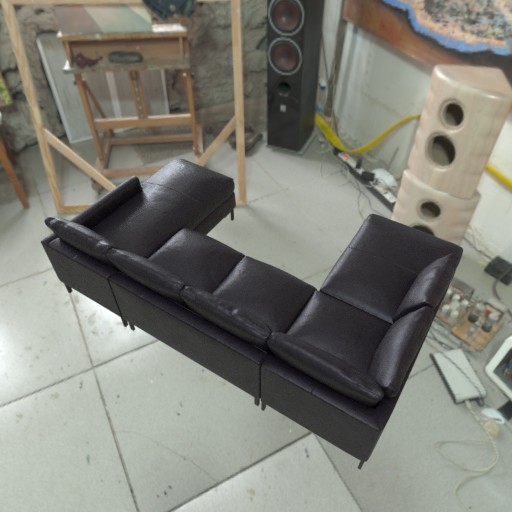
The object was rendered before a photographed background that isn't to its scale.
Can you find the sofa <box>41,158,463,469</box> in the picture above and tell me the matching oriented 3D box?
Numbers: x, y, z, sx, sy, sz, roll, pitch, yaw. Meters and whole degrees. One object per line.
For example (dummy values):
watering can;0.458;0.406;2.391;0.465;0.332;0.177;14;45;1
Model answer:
sofa;0.000;0.000;3.756;2.956;0.900;1.939;25;51;22
